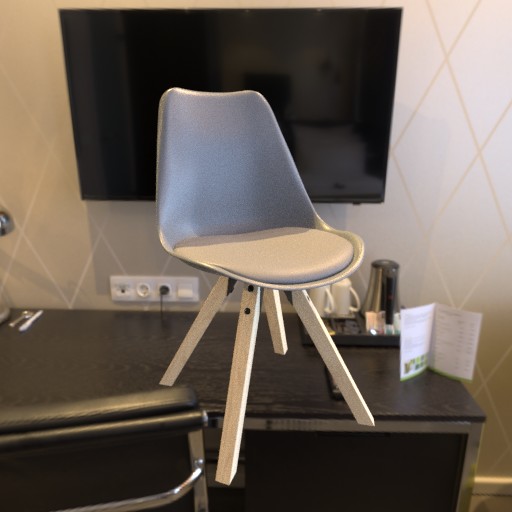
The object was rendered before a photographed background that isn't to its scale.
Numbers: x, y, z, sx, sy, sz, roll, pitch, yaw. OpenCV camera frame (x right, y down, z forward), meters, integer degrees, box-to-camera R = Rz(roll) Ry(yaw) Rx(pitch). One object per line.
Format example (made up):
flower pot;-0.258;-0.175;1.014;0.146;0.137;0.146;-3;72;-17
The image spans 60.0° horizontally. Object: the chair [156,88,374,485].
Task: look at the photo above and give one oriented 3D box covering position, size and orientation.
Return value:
chair;0.000;0.000;1.159;0.485;0.850;0.550;-9;19;-27
